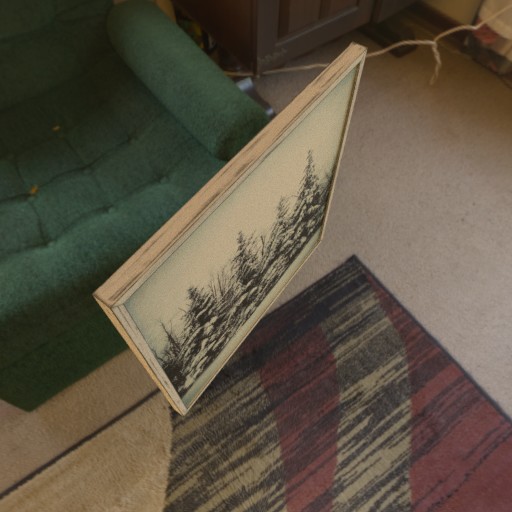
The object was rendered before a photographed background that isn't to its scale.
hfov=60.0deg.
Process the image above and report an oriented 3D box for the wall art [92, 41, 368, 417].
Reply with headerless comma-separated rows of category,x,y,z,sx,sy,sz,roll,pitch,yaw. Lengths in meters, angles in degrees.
wall art,0.000,0.000,1.129,0.037,0.761,0.761,32,64,18
